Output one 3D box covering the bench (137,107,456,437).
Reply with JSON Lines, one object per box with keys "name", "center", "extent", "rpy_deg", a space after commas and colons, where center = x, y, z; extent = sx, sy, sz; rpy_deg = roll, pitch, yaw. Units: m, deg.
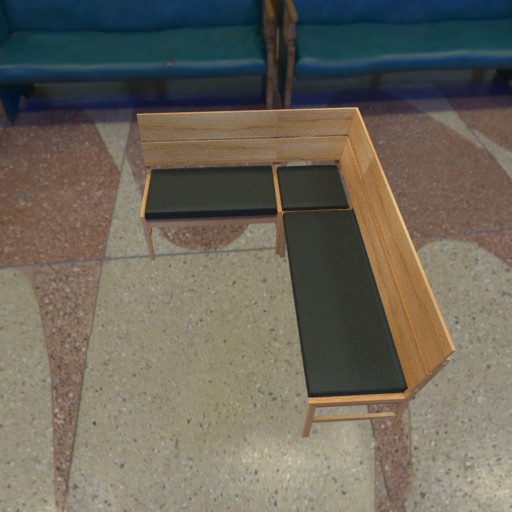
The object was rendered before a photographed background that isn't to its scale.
{"name": "bench", "center": [0.000, 0.000, 2.777], "extent": [1.548, 0.890, 1.948], "rpy_deg": [-2, 48, -2]}
